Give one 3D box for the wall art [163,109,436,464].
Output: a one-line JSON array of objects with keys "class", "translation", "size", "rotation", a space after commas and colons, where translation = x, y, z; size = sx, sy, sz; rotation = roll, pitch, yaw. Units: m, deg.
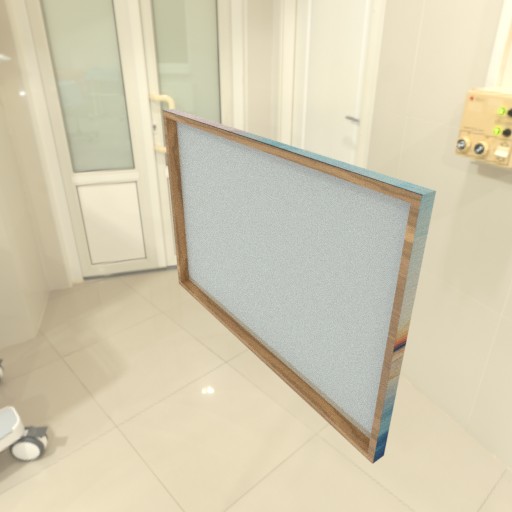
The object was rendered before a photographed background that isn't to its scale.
[{"class": "wall art", "translation": [0.000, 0.000, 1.144], "size": [0.037, 0.605, 0.911], "rotation": [-18, 33, -31]}]
